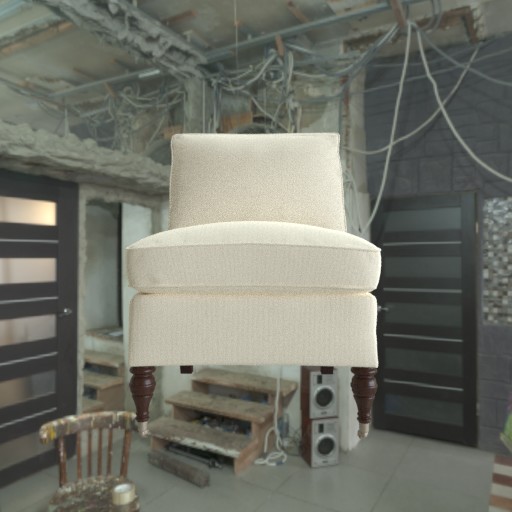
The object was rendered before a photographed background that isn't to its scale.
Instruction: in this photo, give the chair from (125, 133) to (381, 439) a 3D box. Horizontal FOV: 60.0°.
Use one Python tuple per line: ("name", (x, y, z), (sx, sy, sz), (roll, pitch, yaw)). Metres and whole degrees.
("chair", (0.000, 0.000, 1.390), (0.630, 0.887, 0.781), (0, 0, 1))
